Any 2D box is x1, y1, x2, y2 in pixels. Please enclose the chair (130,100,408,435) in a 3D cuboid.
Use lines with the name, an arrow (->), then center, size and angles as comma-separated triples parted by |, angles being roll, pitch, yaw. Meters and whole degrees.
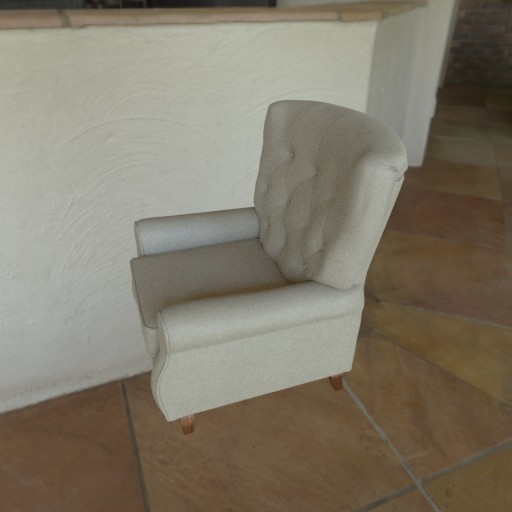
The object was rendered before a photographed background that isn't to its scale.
chair -> 0.000, 0.000, 1.918 | 1.059, 1.158, 0.943 | -10, 32, -16
